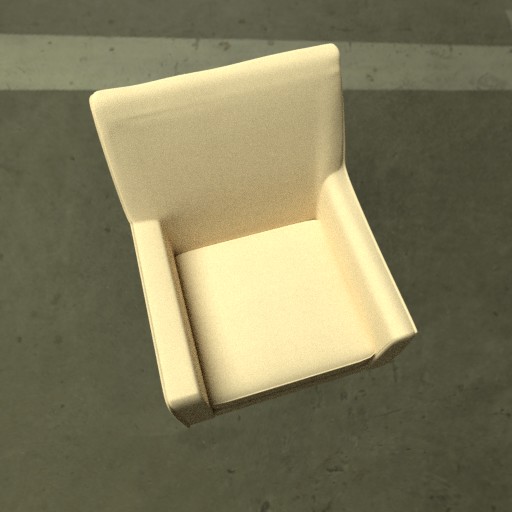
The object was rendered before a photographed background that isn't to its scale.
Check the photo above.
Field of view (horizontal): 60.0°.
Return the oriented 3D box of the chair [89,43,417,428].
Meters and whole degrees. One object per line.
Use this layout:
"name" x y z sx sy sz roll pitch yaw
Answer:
"chair" 0.000 0.000 1.546 0.780 0.919 0.899 -15 64 -7
